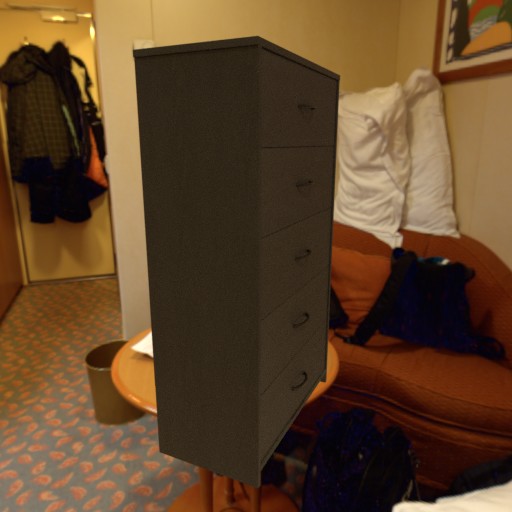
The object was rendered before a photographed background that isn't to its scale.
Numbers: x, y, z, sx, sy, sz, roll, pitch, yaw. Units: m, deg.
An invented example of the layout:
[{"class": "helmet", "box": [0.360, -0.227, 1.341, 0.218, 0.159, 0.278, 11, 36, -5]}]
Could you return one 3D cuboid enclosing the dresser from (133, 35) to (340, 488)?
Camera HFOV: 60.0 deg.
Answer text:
[{"class": "dresser", "box": [0.000, 0.000, 1.562, 0.399, 1.255, 0.704, 7, 16, 25]}]
